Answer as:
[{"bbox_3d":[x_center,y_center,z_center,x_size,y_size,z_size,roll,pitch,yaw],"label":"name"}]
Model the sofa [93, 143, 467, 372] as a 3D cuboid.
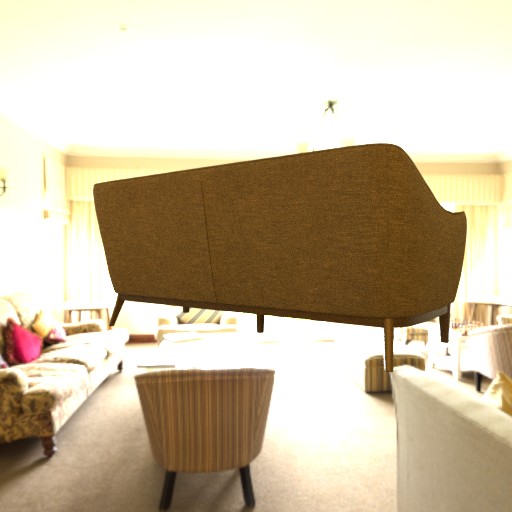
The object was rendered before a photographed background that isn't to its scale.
[{"bbox_3d":[0.000,0.000,2.354,1.928,0.829,0.867,1,1,36],"label":"sofa"}]
